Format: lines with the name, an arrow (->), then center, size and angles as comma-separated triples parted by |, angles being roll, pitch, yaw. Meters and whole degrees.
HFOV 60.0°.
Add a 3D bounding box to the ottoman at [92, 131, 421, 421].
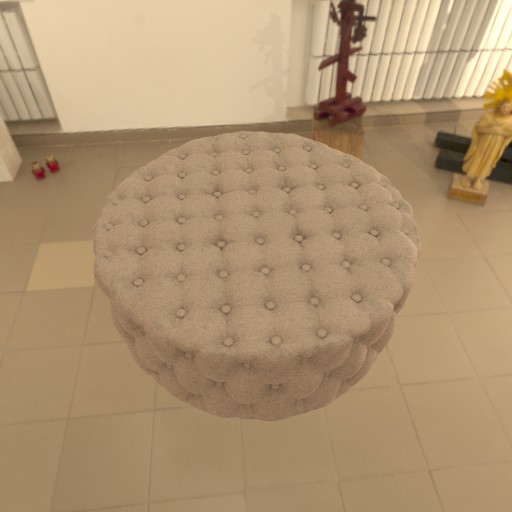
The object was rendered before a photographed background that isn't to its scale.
ottoman -> 0.000, 0.000, 1.477 | 0.998, 0.399, 0.998 | 0, 47, 0
